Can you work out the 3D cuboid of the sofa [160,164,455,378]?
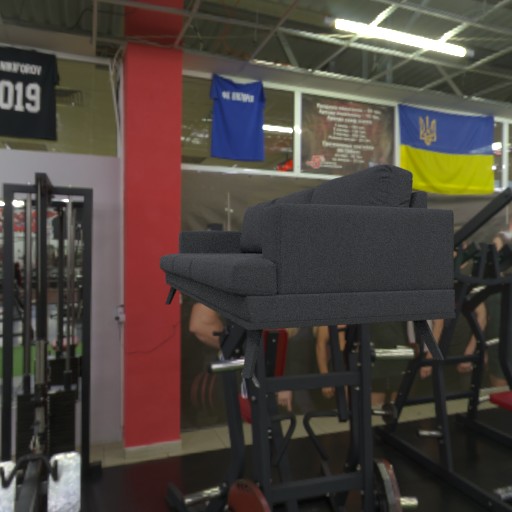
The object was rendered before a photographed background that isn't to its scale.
[{"bbox_3d":[0.000,0.000,2.693,0.920,0.810,2.310,0,1,-18],"label":"sofa"}]
